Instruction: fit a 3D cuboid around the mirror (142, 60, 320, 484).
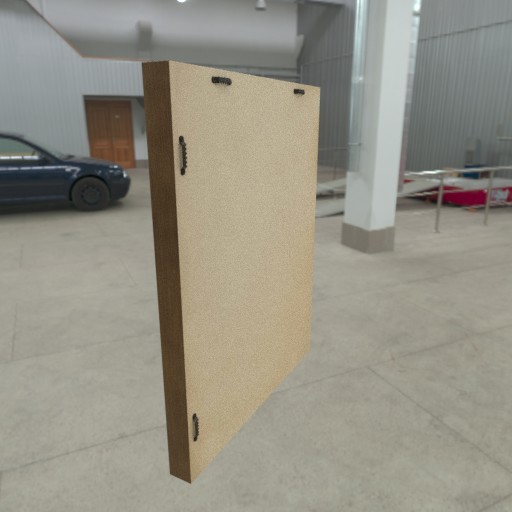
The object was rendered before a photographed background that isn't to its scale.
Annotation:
[{"bbox_3d":[0.000,0.000,0.680,0.041,0.509,0.406,9,19,28],"label":"mirror"}]
